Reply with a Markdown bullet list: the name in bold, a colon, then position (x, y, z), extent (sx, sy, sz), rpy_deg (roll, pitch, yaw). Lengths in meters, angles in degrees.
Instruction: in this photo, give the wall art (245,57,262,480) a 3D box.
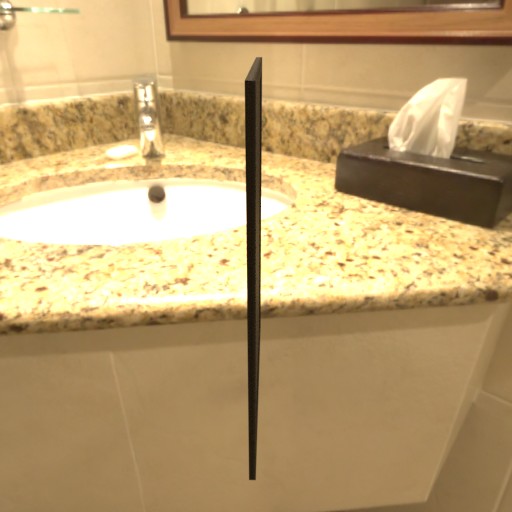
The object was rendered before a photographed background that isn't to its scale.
- **wall art**: position (0.000, 0.000, 0.835), extent (0.012, 0.661, 0.451), rpy_deg (1, 27, 1)
